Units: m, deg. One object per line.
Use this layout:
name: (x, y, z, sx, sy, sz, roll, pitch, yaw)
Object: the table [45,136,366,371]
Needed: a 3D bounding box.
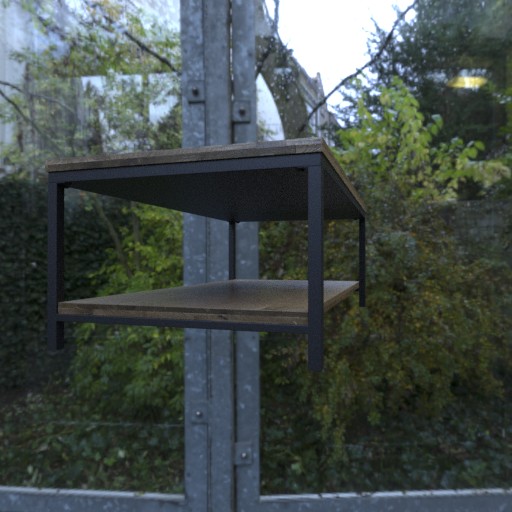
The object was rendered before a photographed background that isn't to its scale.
table: (0.000, 0.000, 1.332, 0.574, 0.393, 1.062, 0, 0, 18)
